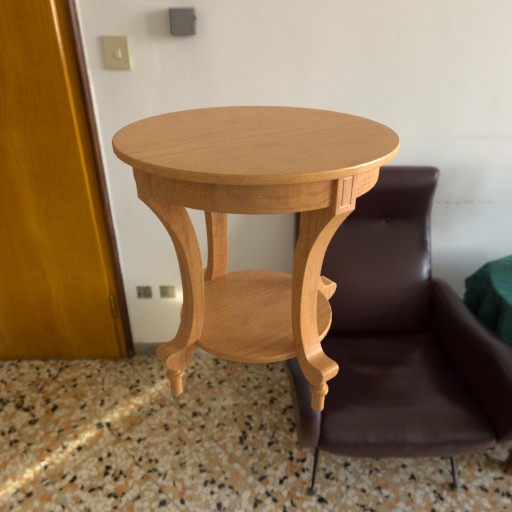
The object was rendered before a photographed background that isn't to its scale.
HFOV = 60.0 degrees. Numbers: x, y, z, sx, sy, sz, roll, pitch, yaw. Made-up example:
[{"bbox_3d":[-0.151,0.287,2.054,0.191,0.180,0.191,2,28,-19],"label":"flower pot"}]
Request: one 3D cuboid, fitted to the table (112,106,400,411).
[{"bbox_3d":[0.000,0.000,1.098,0.597,0.612,0.597,0,29,0],"label":"table"}]
